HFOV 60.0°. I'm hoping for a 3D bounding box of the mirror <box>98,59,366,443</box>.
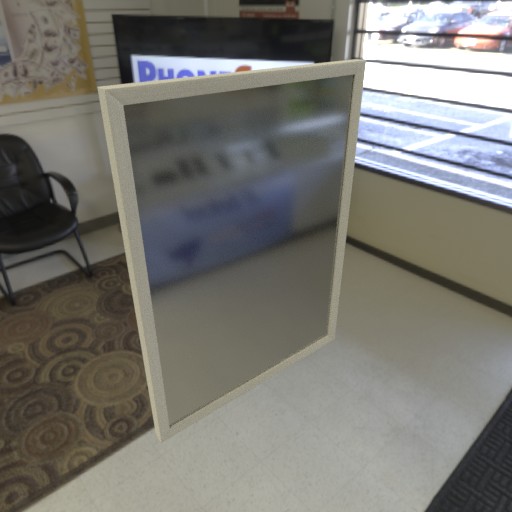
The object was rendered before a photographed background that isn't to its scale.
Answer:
[{"bbox_3d":[0.000,0.000,1.308,0.762,1.016,0.040,-22,36,-33],"label":"mirror"}]
